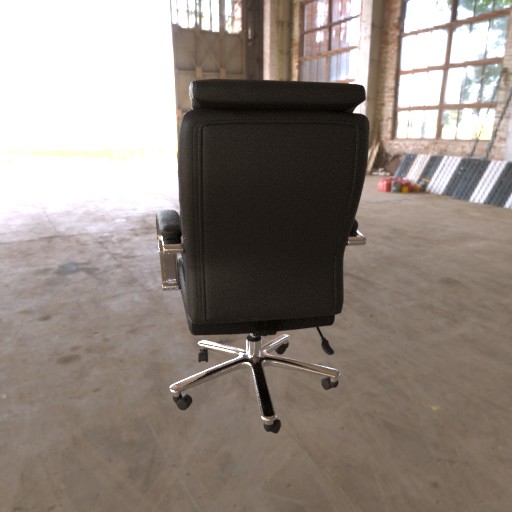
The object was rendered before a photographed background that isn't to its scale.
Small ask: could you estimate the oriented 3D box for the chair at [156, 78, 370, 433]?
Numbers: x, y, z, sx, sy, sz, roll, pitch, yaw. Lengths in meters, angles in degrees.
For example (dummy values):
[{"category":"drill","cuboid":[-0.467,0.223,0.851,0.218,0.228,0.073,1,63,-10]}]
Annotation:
[{"category":"chair","cuboid":[0.000,0.000,1.684,0.755,1.183,0.790,-3,16,-9]}]
